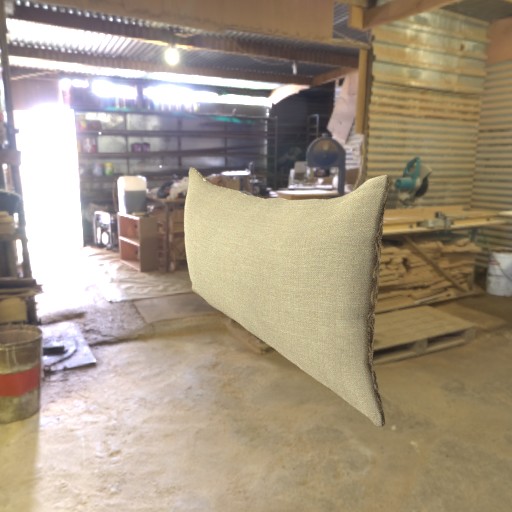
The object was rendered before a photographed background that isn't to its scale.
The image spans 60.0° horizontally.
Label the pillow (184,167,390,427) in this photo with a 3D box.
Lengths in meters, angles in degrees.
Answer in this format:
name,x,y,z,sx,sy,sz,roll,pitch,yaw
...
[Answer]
name,x,y,z,sx,sy,sz,roll,pitch,yaw
pillow,0.000,0.000,0.756,0.148,0.290,0.631,-6,14,-27
